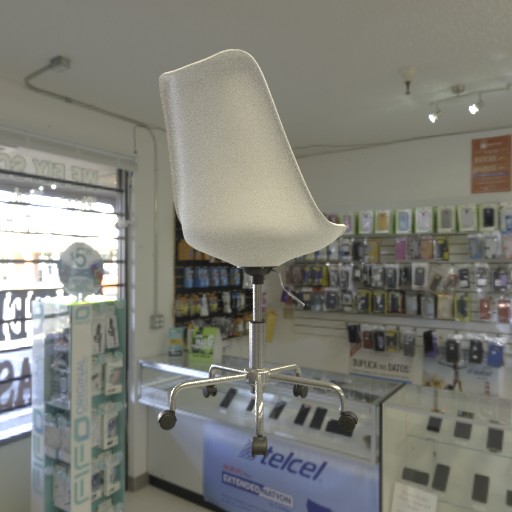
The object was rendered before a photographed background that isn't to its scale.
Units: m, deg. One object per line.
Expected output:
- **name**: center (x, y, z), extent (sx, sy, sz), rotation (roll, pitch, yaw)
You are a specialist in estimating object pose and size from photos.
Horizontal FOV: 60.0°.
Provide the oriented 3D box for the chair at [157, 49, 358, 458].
- **chair**: center (0.000, 0.000, 1.274), extent (0.550, 0.930, 0.550), rotation (-1, -1, 37)
